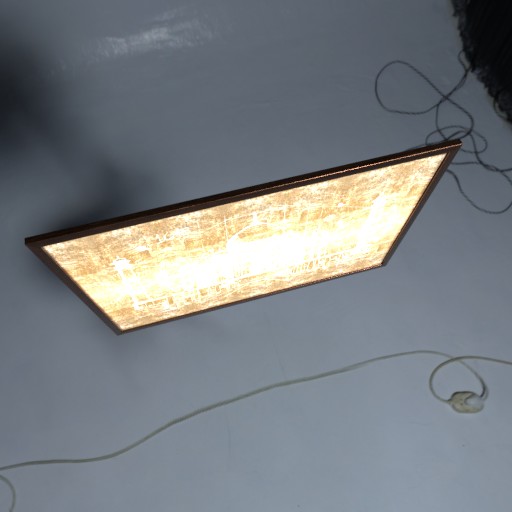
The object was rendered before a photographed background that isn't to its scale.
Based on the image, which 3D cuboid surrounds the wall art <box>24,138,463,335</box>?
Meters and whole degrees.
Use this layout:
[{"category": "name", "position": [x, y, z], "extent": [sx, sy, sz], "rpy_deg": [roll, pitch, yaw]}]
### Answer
[{"category": "wall art", "position": [0.000, 0.000, 1.052], "extent": [0.816, 0.559, 0.014], "rpy_deg": [-14, 65, -7]}]
